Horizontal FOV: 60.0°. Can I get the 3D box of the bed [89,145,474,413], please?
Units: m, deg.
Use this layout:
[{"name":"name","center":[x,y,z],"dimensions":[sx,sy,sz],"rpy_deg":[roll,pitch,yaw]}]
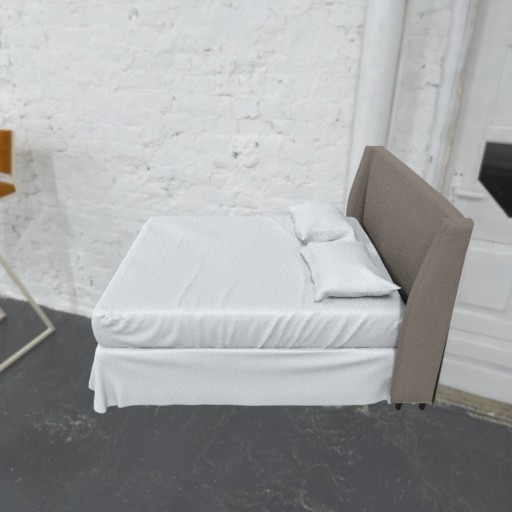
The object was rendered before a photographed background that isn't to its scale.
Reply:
[{"name":"bed","center":[0.000,0.000,3.401],"dimensions":[2.276,1.332,1.925],"rpy_deg":[0,26,0]}]
